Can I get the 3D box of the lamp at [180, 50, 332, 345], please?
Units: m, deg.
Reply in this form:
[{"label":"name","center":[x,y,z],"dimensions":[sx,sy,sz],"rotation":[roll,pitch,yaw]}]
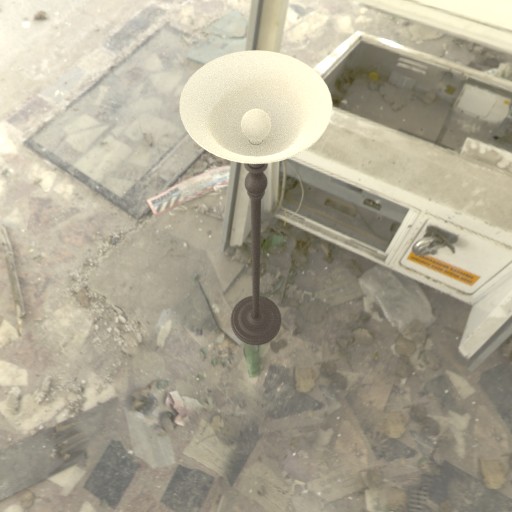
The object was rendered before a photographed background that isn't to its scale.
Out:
[{"label":"lamp","center":[0.000,0.000,1.977],"dimensions":[0.405,1.797,0.405],"rotation":[-32,67,-15]}]
